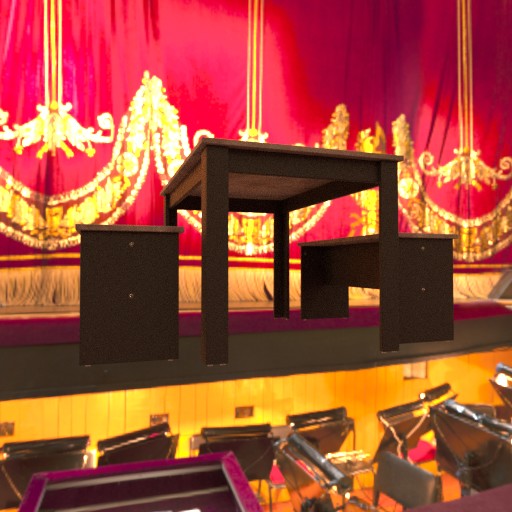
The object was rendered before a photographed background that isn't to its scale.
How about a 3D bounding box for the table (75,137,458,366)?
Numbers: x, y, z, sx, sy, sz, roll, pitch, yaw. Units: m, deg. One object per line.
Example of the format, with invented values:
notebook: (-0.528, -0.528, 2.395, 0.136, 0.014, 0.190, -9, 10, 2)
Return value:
table: (0.000, 0.000, 1.974, 1.443, 0.700, 1.100, 0, -1, -19)
